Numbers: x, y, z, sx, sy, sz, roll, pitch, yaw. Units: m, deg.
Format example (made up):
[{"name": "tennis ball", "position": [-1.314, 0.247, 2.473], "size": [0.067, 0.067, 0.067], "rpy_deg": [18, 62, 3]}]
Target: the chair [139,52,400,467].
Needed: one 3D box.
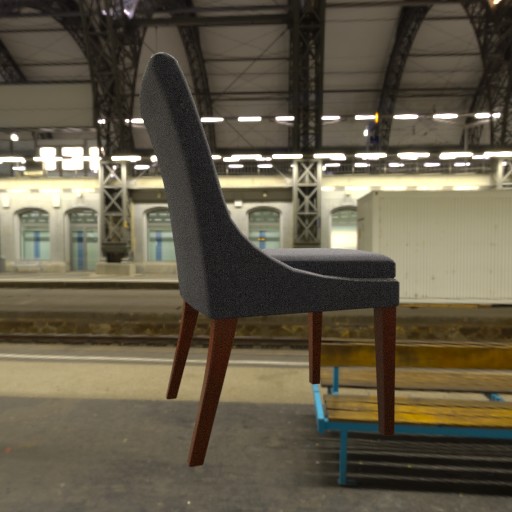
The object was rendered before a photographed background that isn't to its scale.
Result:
[{"name": "chair", "position": [0.000, 0.000, 1.308], "size": [0.655, 0.952, 0.508], "rpy_deg": [-1, 2, -18]}]
